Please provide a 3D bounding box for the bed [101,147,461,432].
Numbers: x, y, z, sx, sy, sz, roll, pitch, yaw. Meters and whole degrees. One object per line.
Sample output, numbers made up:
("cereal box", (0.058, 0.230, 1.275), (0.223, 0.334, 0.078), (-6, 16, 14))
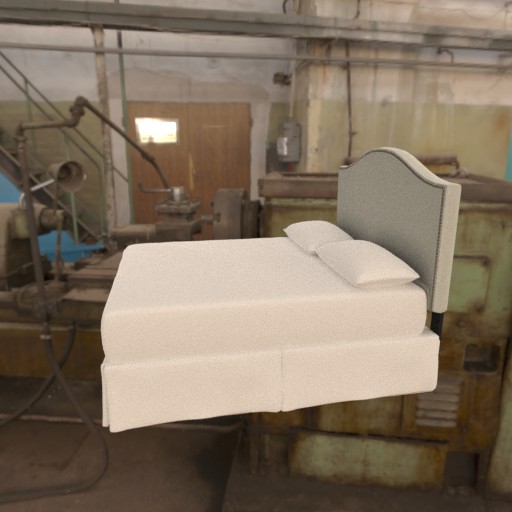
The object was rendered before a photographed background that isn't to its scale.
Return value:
("bed", (0.000, 0.000, 3.394), (2.180, 1.607, 1.813), (-3, 15, -11))
